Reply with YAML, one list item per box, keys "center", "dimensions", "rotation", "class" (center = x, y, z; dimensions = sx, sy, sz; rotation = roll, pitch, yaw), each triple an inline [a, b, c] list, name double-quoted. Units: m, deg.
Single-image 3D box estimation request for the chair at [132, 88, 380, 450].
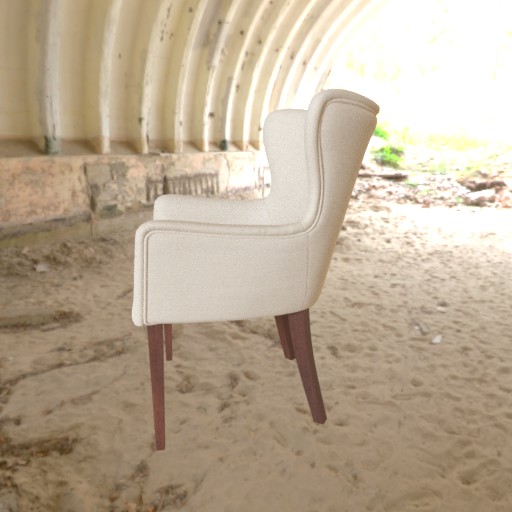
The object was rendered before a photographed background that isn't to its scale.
- center: [0.000, 0.000, 1.485]
  dimensions: [0.744, 0.990, 0.696]
  rotation: [-2, 14, -8]
  class: "chair"
